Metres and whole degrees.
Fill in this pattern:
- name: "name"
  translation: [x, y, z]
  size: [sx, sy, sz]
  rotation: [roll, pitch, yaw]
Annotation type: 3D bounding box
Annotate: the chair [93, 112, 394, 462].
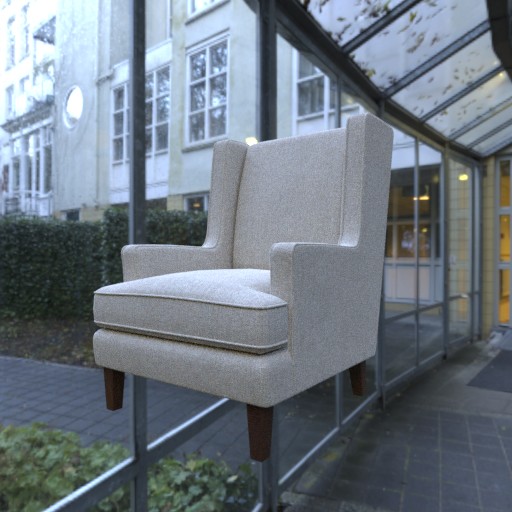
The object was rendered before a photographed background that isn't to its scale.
- name: "chair"
  translation: [0.000, 0.000, 1.712]
  size: [0.764, 1.082, 0.948]
  rotation: [0, 1, 36]
